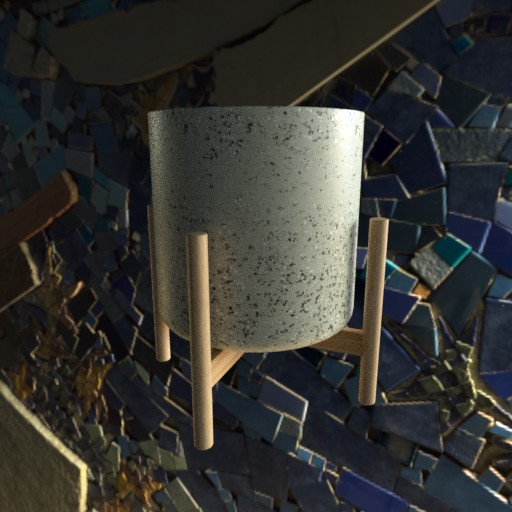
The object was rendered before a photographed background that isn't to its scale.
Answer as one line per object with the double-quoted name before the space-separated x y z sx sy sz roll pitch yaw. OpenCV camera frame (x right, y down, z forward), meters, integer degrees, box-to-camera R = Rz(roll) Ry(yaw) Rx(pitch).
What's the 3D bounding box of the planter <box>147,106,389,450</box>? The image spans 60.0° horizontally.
"planter" 0.000 0.000 0.688 0.360 0.419 0.360 14 20 43
